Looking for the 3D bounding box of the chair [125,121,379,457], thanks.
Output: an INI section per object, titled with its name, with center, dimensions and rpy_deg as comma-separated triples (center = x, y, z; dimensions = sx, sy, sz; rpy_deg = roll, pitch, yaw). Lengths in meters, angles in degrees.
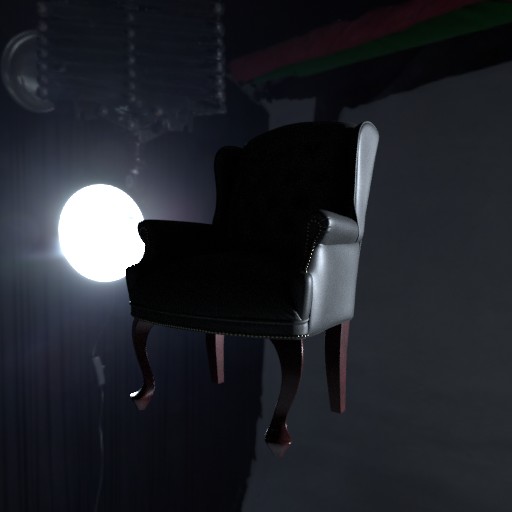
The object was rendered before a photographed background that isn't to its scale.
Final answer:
[chair]
center = 0.000, 0.000, 1.665
dimensions = 0.838, 1.111, 0.762
rpy_deg = 1, 1, 37
